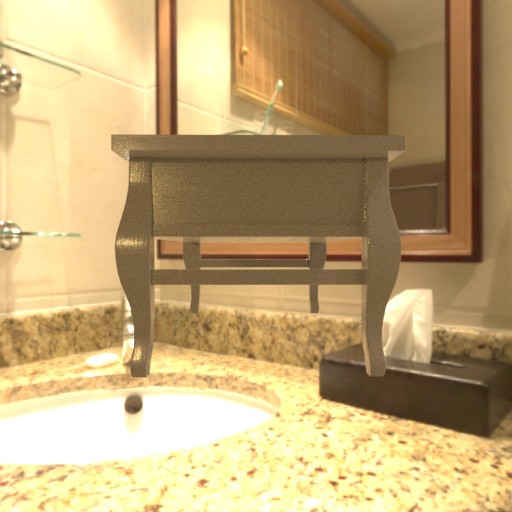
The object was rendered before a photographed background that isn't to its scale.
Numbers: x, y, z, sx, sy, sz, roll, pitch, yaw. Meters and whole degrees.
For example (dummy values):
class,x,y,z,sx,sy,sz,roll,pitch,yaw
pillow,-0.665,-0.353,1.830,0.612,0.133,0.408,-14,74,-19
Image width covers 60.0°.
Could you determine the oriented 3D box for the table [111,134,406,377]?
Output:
class,x,y,z,sx,sy,sz,roll,pitch,yaw
table,0.000,0.000,1.410,0.600,0.495,1.062,0,1,-1
